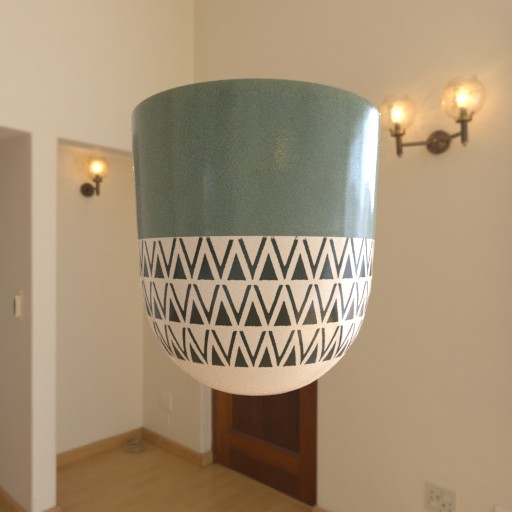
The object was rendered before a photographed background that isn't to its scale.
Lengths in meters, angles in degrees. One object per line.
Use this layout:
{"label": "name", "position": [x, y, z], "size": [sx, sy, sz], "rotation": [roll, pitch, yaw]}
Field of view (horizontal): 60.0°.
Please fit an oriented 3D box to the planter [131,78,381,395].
{"label": "planter", "position": [0.000, 0.000, 0.365], "size": [0.198, 0.214, 0.198], "rotation": [0, 0, 0]}
